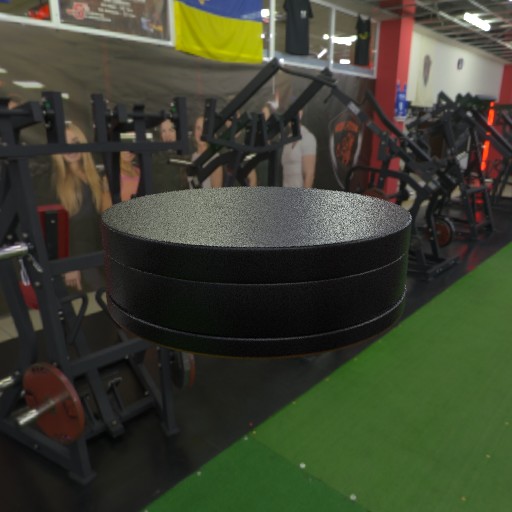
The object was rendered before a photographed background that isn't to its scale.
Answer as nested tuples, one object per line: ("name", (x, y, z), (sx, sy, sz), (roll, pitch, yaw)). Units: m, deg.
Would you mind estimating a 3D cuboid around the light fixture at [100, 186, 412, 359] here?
("light fixture", (0.000, 0.000, 0.433), (0.283, 0.097, 0.283), (0, 17, 0))
